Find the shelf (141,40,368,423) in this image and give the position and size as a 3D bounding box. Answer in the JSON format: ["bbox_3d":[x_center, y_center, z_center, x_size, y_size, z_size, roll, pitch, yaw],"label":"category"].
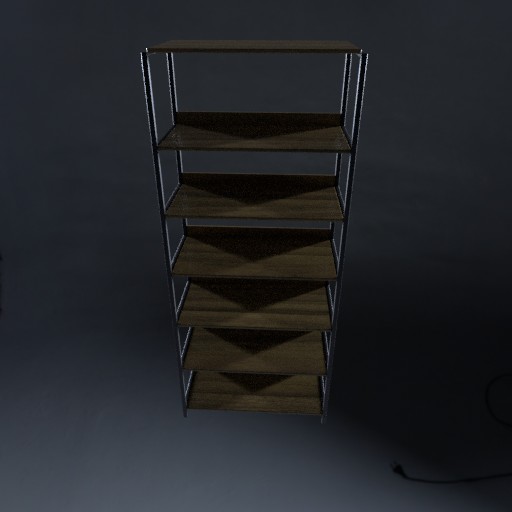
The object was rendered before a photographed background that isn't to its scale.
[{"bbox_3d":[0.000,0.000,2.331,0.847,2.015,0.431,2,30,3],"label":"shelf"}]
